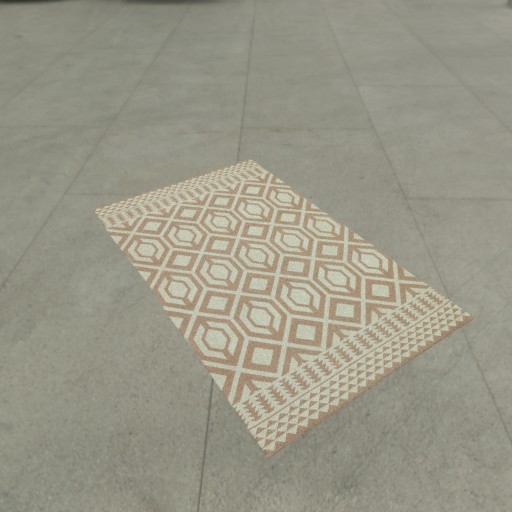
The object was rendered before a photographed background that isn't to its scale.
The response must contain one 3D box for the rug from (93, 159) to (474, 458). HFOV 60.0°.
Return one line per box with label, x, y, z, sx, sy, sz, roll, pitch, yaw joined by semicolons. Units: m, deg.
rug;0.000;0.000;3.105;1.526;0.011;2.435;-23;45;-25
